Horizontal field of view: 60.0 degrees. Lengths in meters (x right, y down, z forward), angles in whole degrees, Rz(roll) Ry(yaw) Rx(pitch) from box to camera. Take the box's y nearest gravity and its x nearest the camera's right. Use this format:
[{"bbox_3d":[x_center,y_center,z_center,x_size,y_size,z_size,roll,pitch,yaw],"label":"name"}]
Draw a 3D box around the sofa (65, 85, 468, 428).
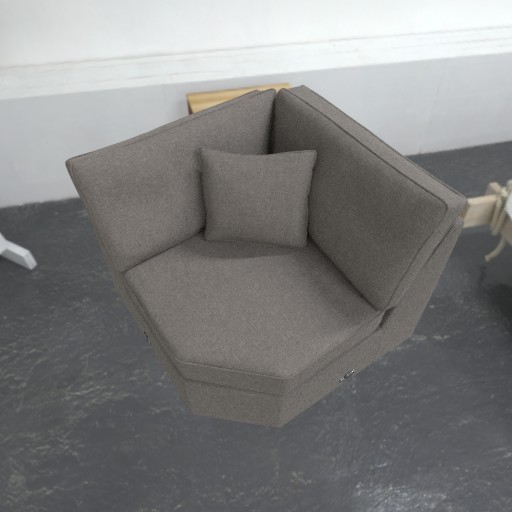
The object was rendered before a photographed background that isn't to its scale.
[{"bbox_3d":[0.000,0.000,1.814,1.050,0.951,1.042,-26,53,-22],"label":"sofa"}]
